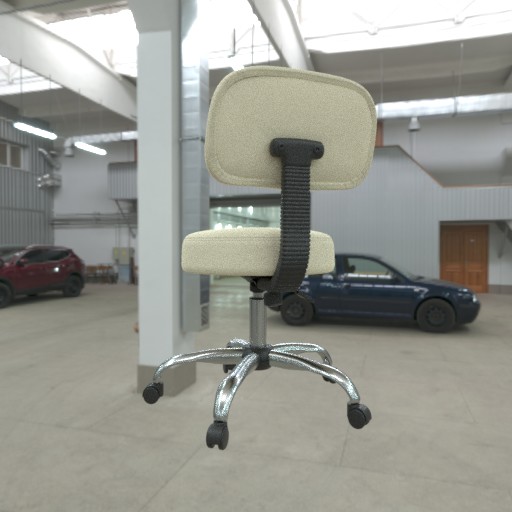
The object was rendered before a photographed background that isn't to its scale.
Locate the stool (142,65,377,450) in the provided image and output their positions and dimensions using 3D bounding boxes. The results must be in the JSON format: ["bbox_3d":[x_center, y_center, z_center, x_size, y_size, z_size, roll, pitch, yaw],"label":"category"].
[{"bbox_3d":[0.000,0.000,1.233,0.609,0.810,0.616,0,1,-18],"label":"stool"}]
